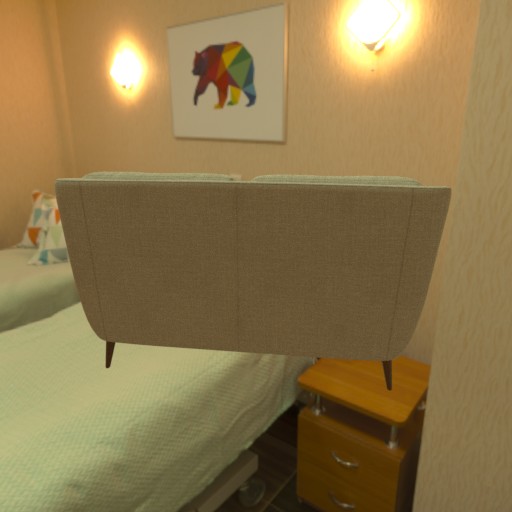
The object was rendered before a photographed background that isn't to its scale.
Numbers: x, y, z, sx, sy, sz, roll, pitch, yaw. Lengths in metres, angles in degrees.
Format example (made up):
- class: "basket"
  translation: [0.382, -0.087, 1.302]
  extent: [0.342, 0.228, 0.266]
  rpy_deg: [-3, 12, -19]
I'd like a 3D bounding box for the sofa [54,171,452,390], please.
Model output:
- class: "sofa"
  translation: [0.000, 0.000, 2.224]
  extent: [1.652, 0.888, 0.965]
  rpy_deg: [2, 17, 8]
